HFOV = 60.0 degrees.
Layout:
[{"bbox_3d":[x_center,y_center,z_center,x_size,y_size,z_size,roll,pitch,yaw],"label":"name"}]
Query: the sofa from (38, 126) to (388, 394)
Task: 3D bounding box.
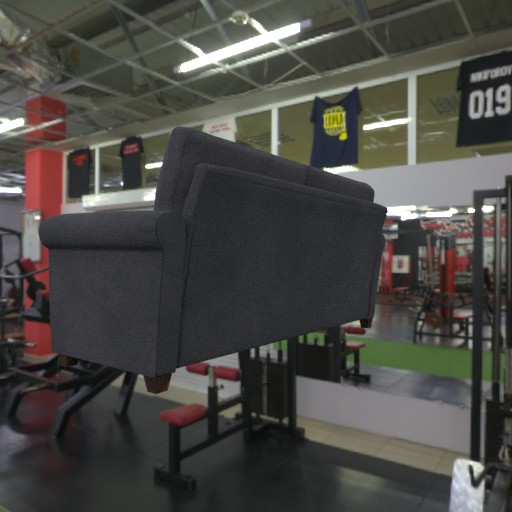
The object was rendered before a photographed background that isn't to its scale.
[{"bbox_3d":[0.000,0.000,2.380,0.842,0.942,1.935,0,0,38],"label":"sofa"}]
